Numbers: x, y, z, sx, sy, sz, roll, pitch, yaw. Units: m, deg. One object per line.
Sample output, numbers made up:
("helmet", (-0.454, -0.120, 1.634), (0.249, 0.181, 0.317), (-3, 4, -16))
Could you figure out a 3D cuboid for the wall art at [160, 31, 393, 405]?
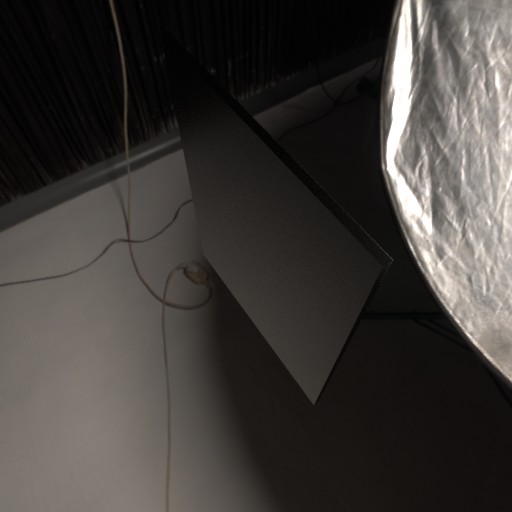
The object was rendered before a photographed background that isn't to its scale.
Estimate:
("wall art", (0.000, 0.000, 0.764), (0.013, 0.582, 0.442), (-31, 64, -17))
